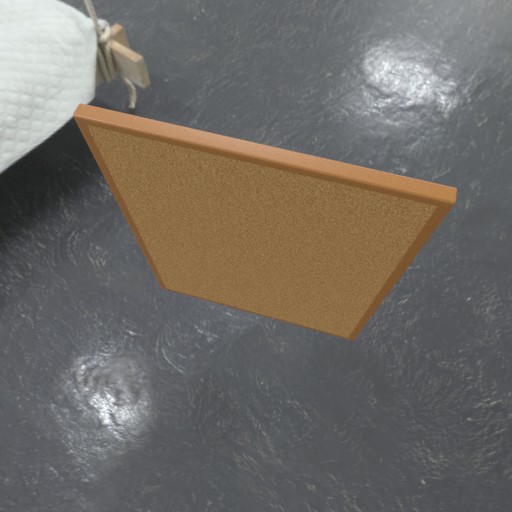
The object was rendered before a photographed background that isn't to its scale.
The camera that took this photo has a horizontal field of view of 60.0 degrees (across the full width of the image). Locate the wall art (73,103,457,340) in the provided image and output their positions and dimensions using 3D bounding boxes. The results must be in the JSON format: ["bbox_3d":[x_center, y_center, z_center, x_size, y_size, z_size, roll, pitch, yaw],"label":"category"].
[{"bbox_3d":[0.000,0.000,0.755,0.452,0.553,0.022,14,65,7],"label":"wall art"}]
